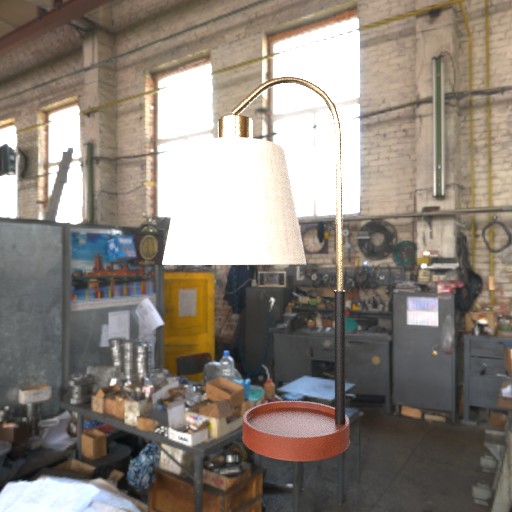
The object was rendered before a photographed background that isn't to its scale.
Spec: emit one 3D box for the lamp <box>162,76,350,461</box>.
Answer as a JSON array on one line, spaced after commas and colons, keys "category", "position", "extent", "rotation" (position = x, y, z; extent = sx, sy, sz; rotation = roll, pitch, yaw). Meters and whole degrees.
[{"category": "lamp", "position": [0.000, 0.000, 0.657], "extent": [0.273, 0.536, 0.211], "rotation": [0, -1, 0]}]
